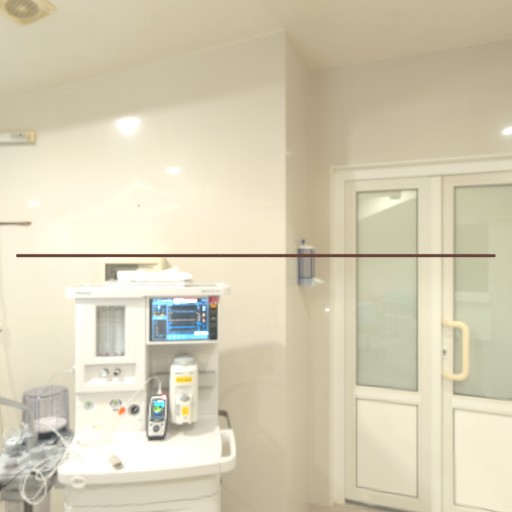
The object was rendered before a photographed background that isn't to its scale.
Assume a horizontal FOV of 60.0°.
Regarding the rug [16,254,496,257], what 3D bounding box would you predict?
[{"bbox_3d":[0.000,0.000,5.744,4.578,0.033,3.033,0,0,0],"label":"rug"}]
